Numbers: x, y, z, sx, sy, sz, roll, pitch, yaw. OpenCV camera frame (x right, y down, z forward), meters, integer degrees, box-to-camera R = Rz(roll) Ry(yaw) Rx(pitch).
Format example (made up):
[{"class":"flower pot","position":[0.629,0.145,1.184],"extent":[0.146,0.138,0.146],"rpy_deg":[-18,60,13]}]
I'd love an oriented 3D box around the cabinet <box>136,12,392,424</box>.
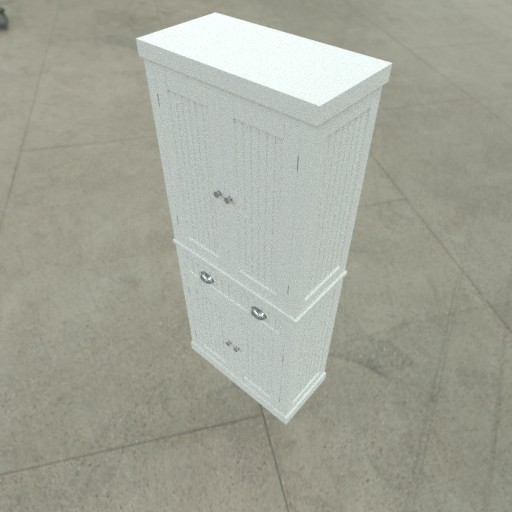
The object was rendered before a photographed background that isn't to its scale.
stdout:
[{"class":"cabinet","position":[0.000,0.000,2.049],"extent":[0.754,1.829,0.390],"rpy_deg":[31,52,28]}]
